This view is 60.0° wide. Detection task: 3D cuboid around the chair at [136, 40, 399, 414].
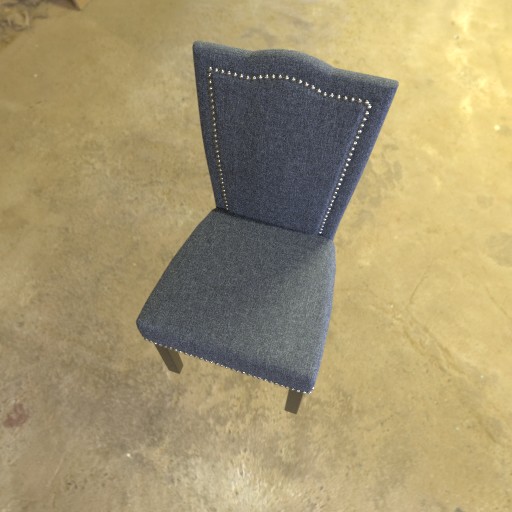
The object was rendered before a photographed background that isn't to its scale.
[{"bbox_3d":[0.000,0.000,1.270,0.518,0.946,0.589,16,59,10],"label":"chair"}]
